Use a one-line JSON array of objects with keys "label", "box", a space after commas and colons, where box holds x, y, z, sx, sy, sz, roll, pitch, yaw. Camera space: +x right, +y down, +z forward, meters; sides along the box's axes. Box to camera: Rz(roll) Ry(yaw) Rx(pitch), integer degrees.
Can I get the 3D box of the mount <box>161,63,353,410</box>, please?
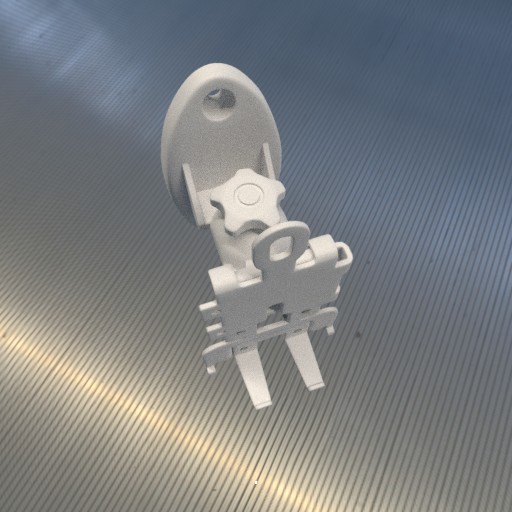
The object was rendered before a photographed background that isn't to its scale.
[{"label": "mount", "box": [0.000, 0.000, 0.180, 0.066, 0.118, 0.100, -17, 64, -8]}]
